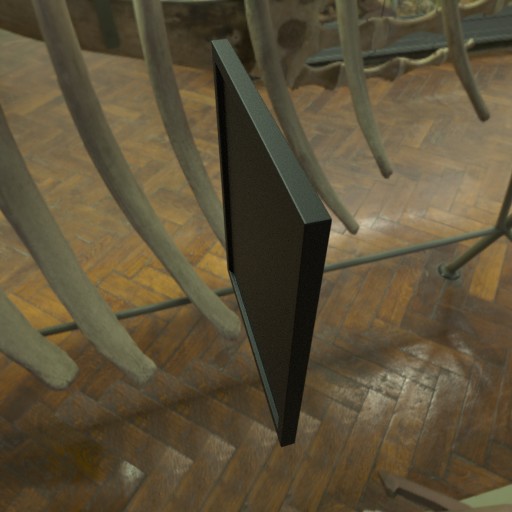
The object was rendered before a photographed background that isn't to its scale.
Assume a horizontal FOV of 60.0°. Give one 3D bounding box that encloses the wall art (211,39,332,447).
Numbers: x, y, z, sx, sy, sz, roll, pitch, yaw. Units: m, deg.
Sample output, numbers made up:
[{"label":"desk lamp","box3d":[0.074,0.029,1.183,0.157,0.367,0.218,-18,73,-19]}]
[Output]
[{"label":"wall art","box3d":[0.000,0.000,0.772,0.028,0.559,0.457,-11,48,-10]}]
